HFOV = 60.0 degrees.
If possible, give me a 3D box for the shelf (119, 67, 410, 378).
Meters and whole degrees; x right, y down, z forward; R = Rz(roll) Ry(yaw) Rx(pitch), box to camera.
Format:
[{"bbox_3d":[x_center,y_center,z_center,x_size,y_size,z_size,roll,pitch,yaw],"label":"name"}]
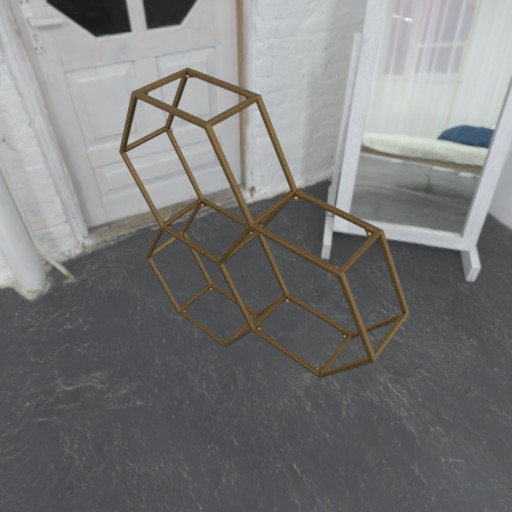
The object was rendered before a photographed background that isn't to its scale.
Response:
[{"bbox_3d":[0.000,0.000,1.040,0.708,0.701,0.150,31,53,27],"label":"shelf"}]
